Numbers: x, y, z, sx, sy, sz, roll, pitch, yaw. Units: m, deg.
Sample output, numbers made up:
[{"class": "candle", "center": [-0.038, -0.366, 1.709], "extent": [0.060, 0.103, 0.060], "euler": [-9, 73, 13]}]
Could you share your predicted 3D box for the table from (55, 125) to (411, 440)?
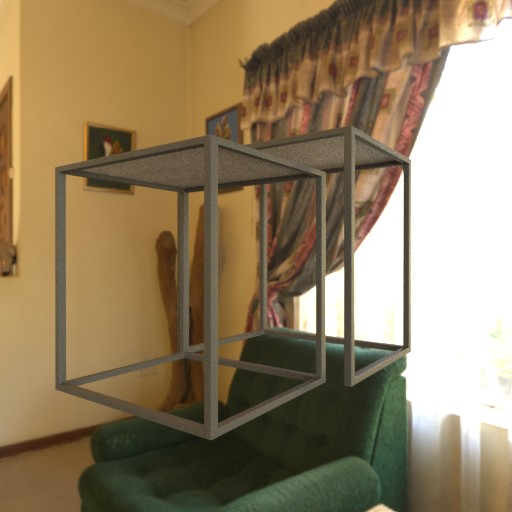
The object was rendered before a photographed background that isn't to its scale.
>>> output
[{"class": "table", "center": [0.000, 0.000, 1.076], "extent": [0.508, 0.540, 0.788], "euler": [0, 0, 36]}]
